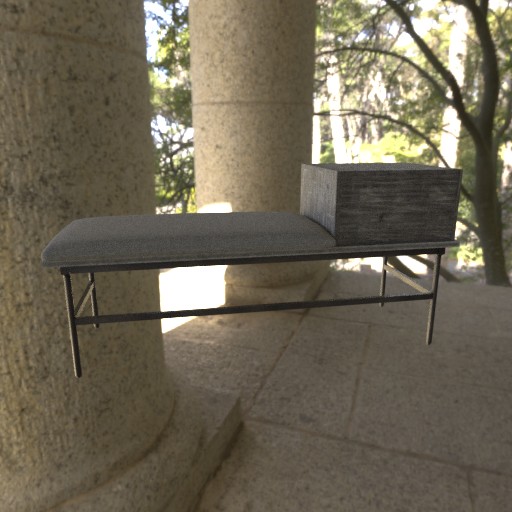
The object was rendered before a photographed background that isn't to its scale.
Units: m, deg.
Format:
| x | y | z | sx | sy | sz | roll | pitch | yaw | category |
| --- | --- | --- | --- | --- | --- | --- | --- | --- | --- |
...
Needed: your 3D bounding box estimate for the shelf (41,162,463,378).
| x | y | z | sx | sy | sz | roll | pitch | yaw | category |
| --- | --- | --- | --- | --- | --- | --- | --- | --- | --- |
| 0.000 | 0.000 | 1.618 | 1.342 | 0.633 | 0.457 | -3 | 16 | -10 | shelf |
